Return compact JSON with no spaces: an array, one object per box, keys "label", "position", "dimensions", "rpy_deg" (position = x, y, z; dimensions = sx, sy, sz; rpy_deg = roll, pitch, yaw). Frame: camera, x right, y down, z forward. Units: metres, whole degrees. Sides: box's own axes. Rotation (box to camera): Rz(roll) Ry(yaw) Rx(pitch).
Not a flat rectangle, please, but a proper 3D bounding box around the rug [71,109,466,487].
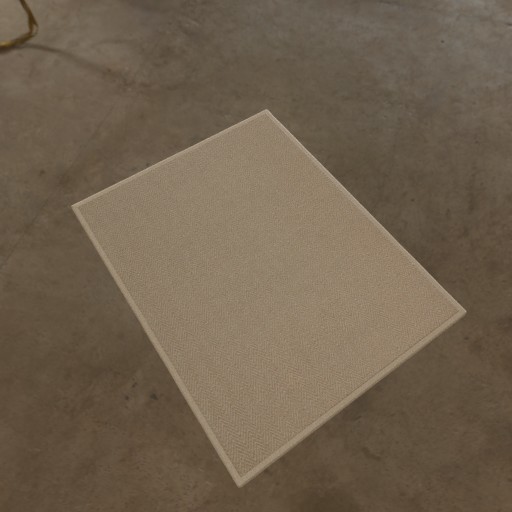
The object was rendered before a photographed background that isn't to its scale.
[{"label":"rug","position":[0.000,0.000,4.164],"dimensions":[2.407,0.020,3.051],"rpy_deg":[-31,65,-16]}]
